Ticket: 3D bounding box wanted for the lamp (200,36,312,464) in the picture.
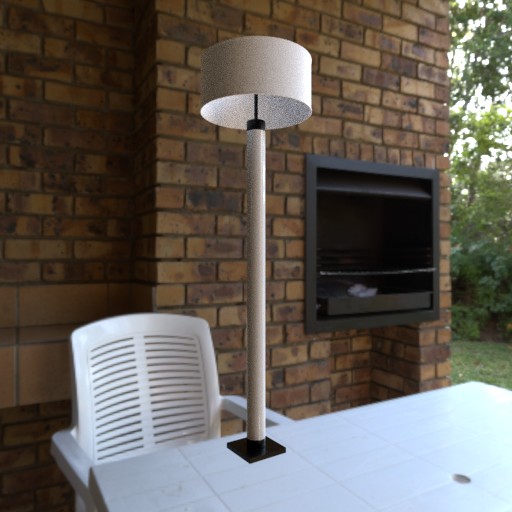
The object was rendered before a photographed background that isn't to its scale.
[{"bbox_3d":[0.000,0.000,1.675,0.420,1.475,0.420,0,0,-34],"label":"lamp"}]
